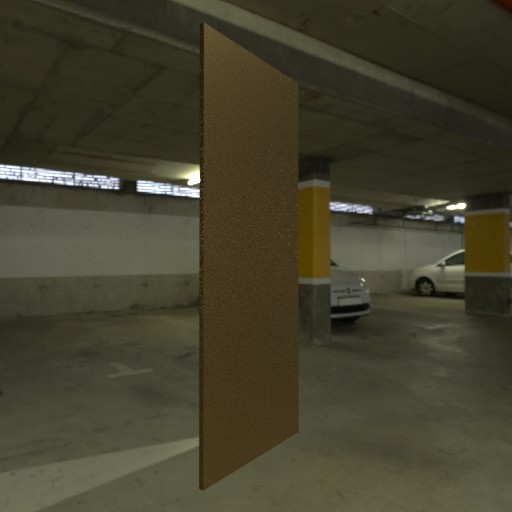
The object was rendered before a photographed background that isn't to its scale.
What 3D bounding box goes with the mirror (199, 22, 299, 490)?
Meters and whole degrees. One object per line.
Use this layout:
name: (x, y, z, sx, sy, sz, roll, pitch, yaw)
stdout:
mirror: (0.000, 0.000, 2.259, 0.025, 2.031, 0.812, -1, -1, 36)
